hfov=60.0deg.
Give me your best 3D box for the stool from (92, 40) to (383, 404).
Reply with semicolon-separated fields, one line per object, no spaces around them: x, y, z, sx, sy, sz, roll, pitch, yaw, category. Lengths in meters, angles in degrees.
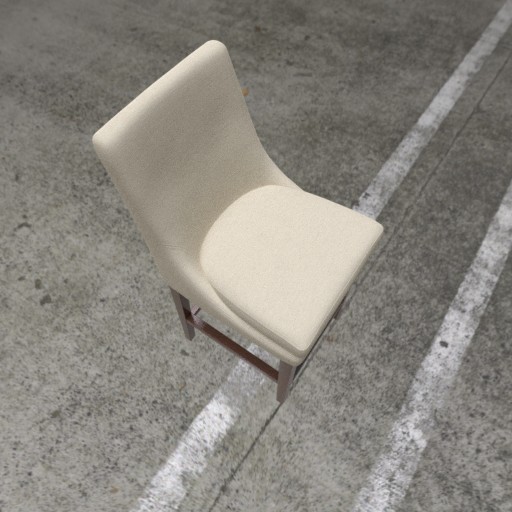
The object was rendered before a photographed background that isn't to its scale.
0.000;0.000;1.311;0.577;0.981;0.470;30;63;17;stool
